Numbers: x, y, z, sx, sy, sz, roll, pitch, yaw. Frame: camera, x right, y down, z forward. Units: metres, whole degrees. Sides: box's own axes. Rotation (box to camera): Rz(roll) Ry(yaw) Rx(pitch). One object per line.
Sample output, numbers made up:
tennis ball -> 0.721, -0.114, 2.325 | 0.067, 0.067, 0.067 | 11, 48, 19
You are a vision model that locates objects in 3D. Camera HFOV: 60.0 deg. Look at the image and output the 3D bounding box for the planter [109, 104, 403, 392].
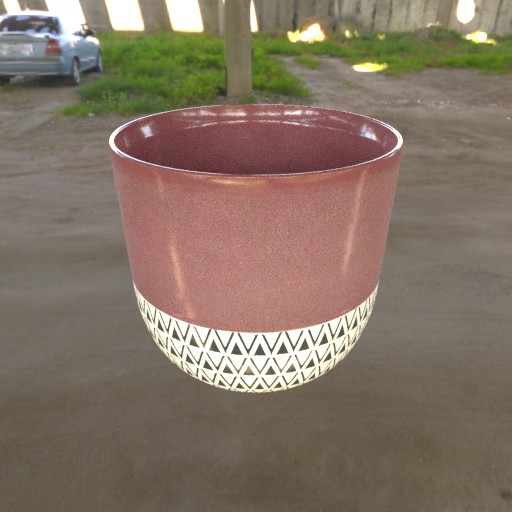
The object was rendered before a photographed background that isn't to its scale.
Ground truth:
planter -> 0.000, 0.000, 0.481 | 0.266, 0.270, 0.266 | 0, 29, 0
